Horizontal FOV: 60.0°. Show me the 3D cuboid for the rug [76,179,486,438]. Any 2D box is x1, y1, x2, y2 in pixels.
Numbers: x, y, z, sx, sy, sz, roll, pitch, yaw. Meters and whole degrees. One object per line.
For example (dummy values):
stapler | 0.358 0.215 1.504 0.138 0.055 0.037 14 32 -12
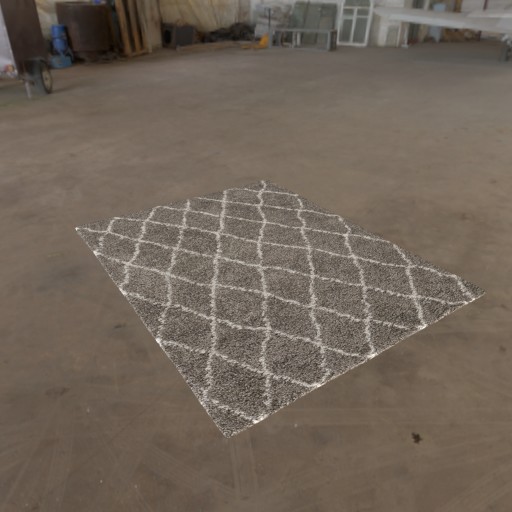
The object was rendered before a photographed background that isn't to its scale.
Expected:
rug | 0.000 0.000 4.059 2.438 0.029 3.047 -19 35 -29
